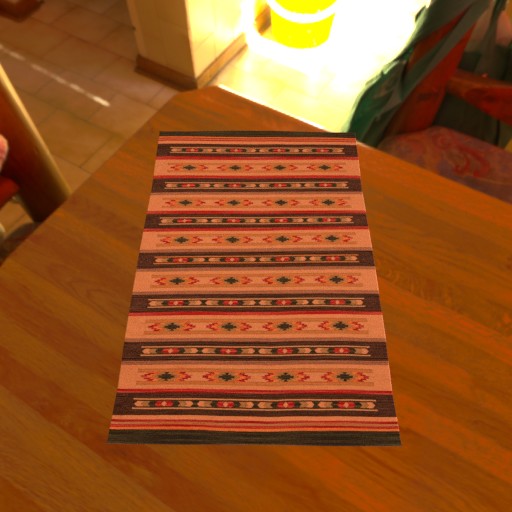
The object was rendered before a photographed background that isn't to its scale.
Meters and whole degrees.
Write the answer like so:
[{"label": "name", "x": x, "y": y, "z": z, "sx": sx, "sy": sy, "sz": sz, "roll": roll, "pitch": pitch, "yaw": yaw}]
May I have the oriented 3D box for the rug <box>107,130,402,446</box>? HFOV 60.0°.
[{"label": "rug", "x": 0.000, "y": 0.000, "z": 2.300, "sx": 1.221, "sy": 0.009, "sz": 1.825, "roll": 0, "pitch": 59, "yaw": 0}]
